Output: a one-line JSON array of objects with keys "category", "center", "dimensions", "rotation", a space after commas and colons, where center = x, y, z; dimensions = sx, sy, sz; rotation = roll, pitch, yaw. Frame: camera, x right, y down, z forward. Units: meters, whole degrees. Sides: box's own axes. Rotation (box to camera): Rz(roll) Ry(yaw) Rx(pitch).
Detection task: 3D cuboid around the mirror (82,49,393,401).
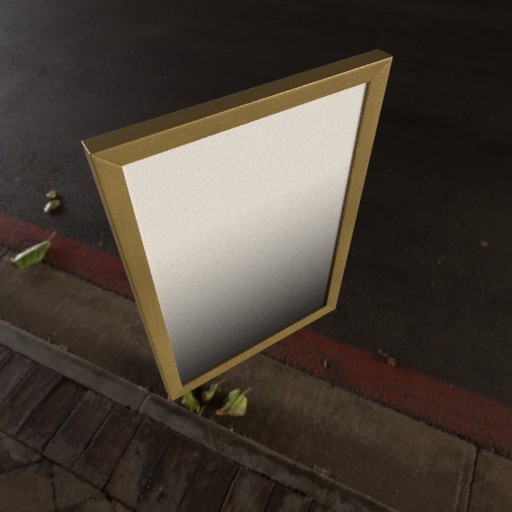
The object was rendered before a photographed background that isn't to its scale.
[{"category": "mirror", "center": [0.000, 0.000, 0.909], "dimensions": [0.507, 0.710, 0.040], "rotation": [-25, 53, -21]}]
